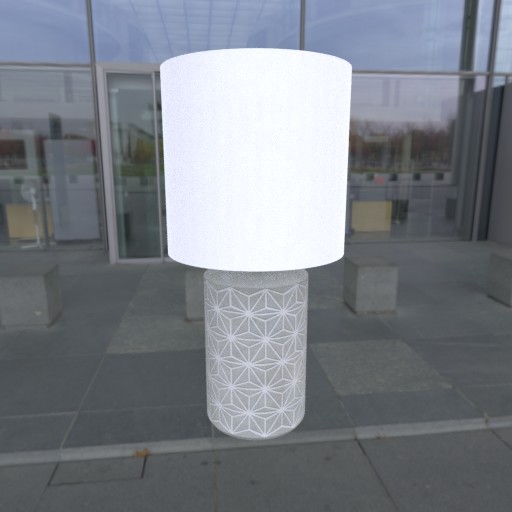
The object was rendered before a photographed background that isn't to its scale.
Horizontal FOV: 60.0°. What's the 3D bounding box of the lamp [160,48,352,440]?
[{"bbox_3d":[0.000,0.000,0.531,0.206,0.416,0.206,2,13,8],"label":"lamp"}]
